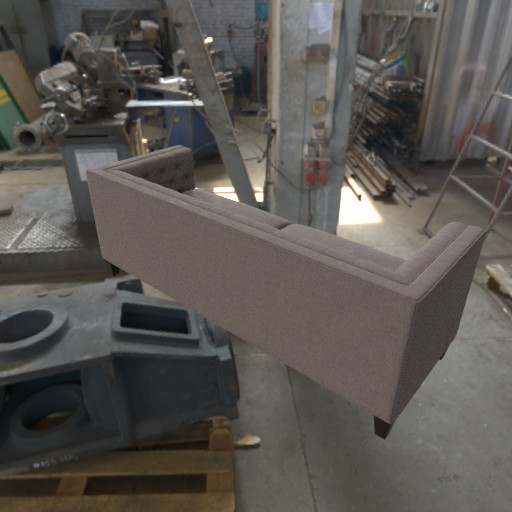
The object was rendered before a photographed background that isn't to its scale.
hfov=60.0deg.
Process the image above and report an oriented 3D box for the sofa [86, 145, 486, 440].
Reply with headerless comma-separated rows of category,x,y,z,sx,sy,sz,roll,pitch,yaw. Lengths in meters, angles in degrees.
sofa,0.000,0.000,2.587,2.159,0.762,0.775,23,37,34
